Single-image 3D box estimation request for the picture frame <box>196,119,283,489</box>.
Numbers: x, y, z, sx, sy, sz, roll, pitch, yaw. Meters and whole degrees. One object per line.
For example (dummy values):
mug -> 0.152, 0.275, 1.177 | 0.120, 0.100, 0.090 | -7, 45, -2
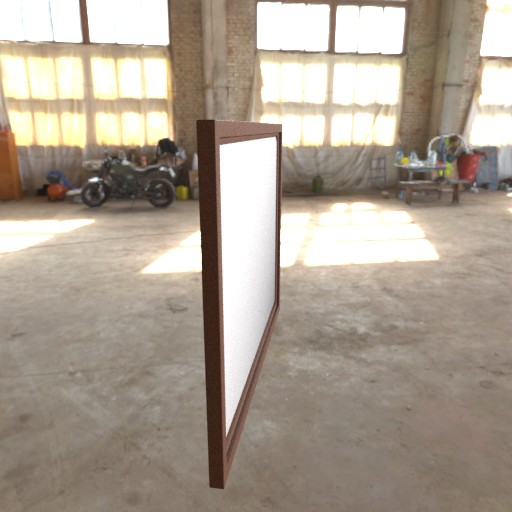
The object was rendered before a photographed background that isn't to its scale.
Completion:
picture frame -> 0.000, 0.000, 1.765 | 0.045, 1.018, 1.329 | 3, 16, 9
